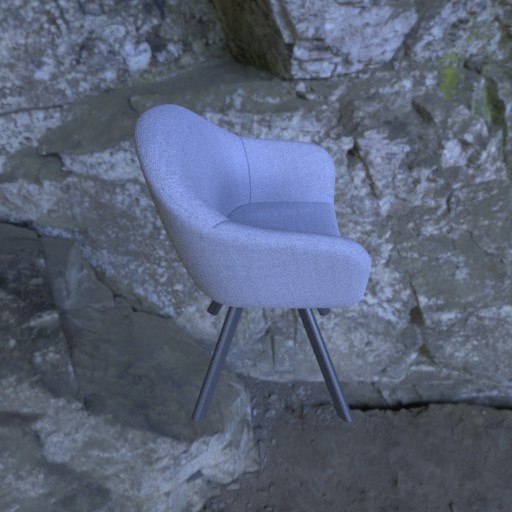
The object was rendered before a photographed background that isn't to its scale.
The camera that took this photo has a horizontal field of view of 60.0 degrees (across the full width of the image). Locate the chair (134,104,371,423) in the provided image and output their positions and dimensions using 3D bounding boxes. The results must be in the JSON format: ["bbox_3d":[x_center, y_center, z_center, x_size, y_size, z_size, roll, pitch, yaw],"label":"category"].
[{"bbox_3d":[0.000,0.000,1.231,0.550,0.795,0.590,0,33,0],"label":"chair"}]
